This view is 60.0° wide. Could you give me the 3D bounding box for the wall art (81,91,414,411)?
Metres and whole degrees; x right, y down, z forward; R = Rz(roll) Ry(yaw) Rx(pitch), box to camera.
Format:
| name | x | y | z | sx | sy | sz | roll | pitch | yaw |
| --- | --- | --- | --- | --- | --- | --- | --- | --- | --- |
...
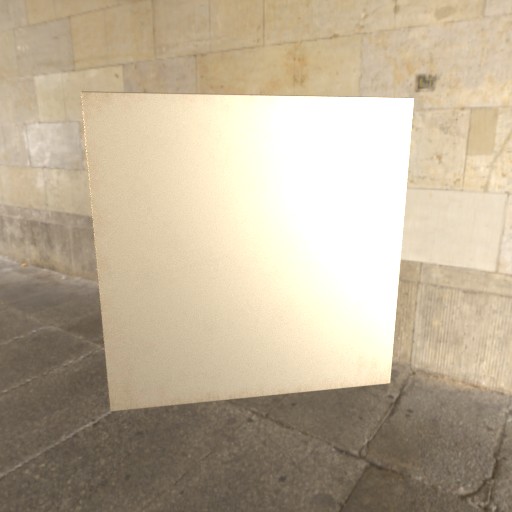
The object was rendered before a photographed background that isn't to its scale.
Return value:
| name | x | y | z | sx | sy | sz | roll | pitch | yaw |
| --- | --- | --- | --- | --- | --- | --- | --- | --- | --- |
| wall art | 0.000 | 0.000 | 0.742 | 0.503 | 0.506 | 0.040 | -3 | 15 | -10 |
